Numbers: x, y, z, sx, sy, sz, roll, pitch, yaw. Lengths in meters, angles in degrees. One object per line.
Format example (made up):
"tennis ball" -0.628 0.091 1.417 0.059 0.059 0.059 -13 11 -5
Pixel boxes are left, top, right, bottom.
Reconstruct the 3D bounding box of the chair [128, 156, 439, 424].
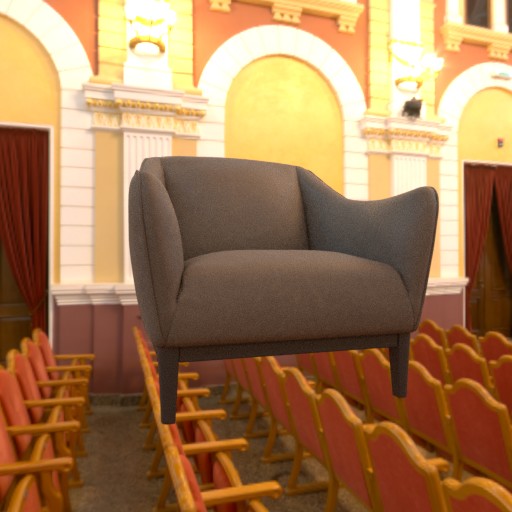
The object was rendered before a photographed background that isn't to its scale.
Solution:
"chair" 0.000 0.000 1.539 0.871 0.830 0.852 0 0 -18
